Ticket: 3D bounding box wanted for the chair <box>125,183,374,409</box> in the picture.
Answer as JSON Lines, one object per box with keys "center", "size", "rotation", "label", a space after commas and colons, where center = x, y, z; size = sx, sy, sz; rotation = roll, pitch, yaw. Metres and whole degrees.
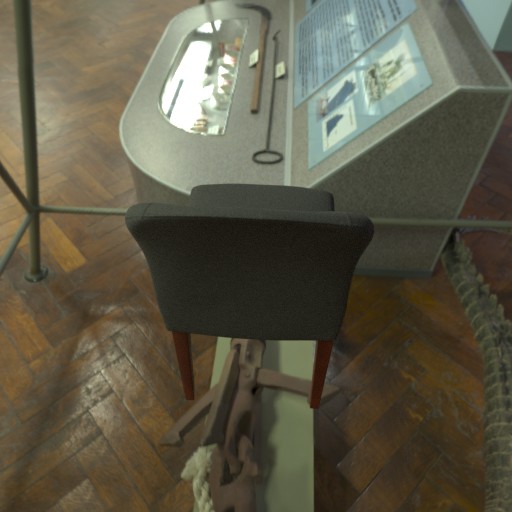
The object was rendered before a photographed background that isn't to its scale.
{"center": [0.000, 0.000, 1.273], "size": [0.506, 0.879, 0.619], "rotation": [3, 48, 3], "label": "chair"}
